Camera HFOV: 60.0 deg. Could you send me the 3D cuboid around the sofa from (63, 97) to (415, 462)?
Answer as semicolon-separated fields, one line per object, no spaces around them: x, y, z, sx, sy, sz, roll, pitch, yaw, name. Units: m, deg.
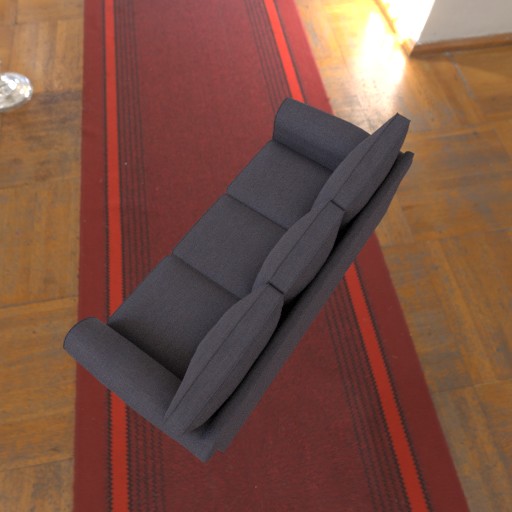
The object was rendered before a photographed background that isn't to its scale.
0.000;0.000;2.581;0.909;0.966;2.084;32;67;15;sofa
